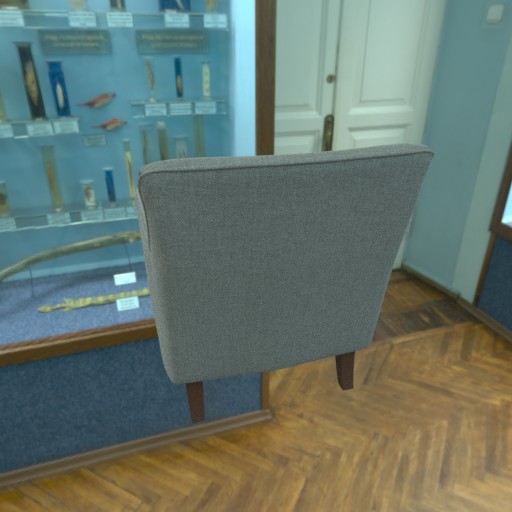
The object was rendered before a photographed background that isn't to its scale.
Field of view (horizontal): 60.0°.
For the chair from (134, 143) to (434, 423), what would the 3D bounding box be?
[{"bbox_3d":[0.000,0.000,1.796,0.887,1.047,0.993,-7,27,-14],"label":"chair"}]
